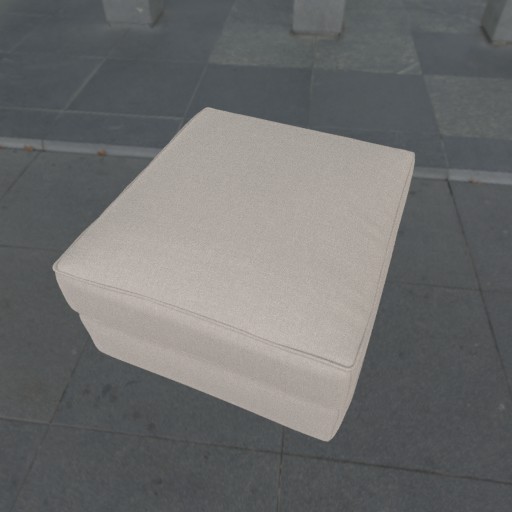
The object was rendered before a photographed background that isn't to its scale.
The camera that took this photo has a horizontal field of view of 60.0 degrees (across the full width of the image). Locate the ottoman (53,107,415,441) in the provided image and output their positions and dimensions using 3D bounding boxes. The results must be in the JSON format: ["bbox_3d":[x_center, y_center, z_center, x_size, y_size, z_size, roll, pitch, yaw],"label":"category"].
[{"bbox_3d":[0.000,0.000,1.158,0.662,0.505,0.716,17,49,15],"label":"ottoman"}]
